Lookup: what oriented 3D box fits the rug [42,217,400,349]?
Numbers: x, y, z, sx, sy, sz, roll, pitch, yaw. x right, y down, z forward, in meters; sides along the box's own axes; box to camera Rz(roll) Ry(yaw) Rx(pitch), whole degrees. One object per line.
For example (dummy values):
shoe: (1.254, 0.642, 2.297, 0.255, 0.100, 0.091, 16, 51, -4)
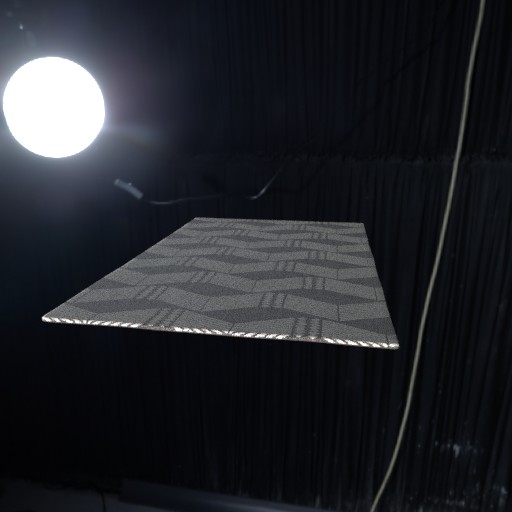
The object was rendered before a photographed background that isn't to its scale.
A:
rug: (0.000, 0.000, 2.309, 1.210, 0.016, 1.833, 3, 16, 9)
